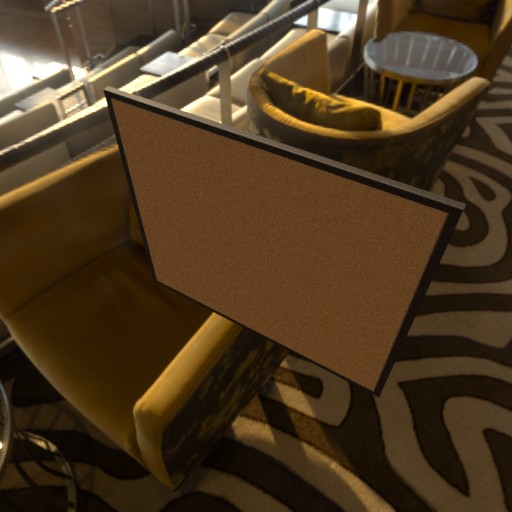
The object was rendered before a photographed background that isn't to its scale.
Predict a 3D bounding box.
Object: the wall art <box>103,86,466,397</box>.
[{"bbox_3d":[0.000,0.000,1.440,1.033,0.875,0.023,24,51,21],"label":"wall art"}]
